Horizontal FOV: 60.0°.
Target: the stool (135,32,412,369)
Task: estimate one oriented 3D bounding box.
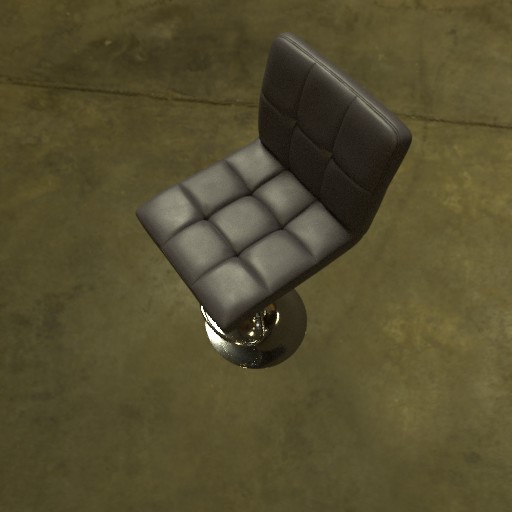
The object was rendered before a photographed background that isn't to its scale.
[{"bbox_3d":[0.000,0.000,1.364,0.505,1.115,0.430,-33,67,-16],"label":"stool"}]
